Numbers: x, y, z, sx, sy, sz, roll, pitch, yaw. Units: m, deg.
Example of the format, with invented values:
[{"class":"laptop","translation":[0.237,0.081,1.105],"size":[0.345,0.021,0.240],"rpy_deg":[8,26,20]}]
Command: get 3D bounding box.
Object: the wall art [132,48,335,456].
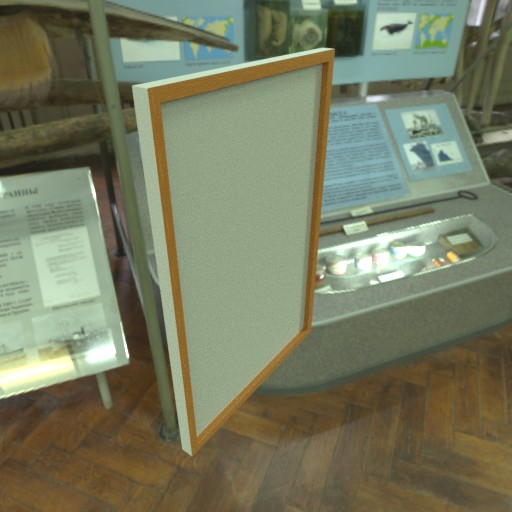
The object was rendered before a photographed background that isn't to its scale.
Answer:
[{"class":"wall art","translation":[0.000,0.000,0.754],"size":[0.025,0.608,0.405],"rpy_deg":[21,37,30]}]
